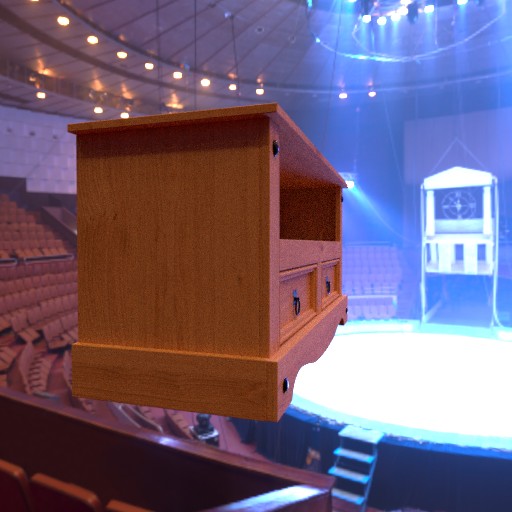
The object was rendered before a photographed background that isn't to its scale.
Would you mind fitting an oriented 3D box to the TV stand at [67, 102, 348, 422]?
[{"bbox_3d":[0.000,0.000,1.334,0.440,0.550,1.080,0,2,18],"label":"TV stand"}]
